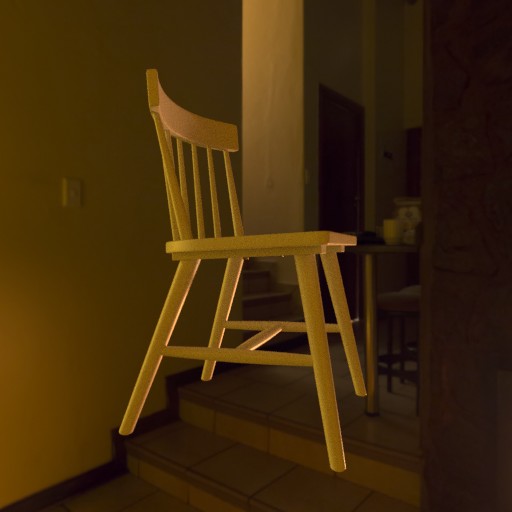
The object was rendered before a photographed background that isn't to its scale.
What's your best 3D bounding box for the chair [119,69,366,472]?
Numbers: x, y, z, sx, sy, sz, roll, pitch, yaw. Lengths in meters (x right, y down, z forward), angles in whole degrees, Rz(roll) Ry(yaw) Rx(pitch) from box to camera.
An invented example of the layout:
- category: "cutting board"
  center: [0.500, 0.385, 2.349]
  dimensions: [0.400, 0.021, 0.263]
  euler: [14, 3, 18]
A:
- category: "chair"
  center: [0.000, 0.000, 1.101]
  dimensions: [0.500, 0.787, 0.483]
  euler: [0, 1, 19]
